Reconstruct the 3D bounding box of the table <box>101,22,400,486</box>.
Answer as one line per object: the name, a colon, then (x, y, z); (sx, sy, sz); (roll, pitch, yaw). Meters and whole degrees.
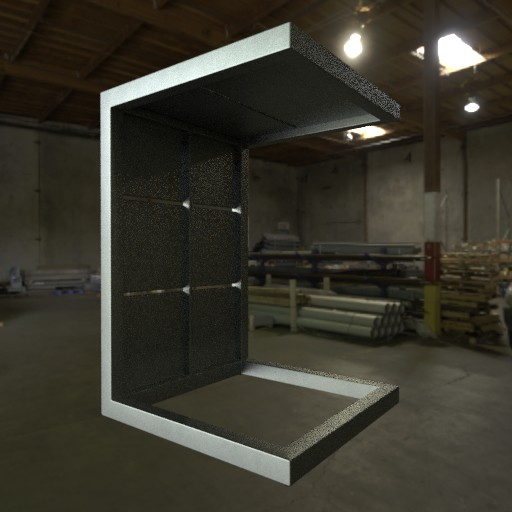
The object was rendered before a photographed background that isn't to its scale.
table: (0.000, 0.000, 0.859); (0.420, 0.609, 0.405); (0, 1, 37)
